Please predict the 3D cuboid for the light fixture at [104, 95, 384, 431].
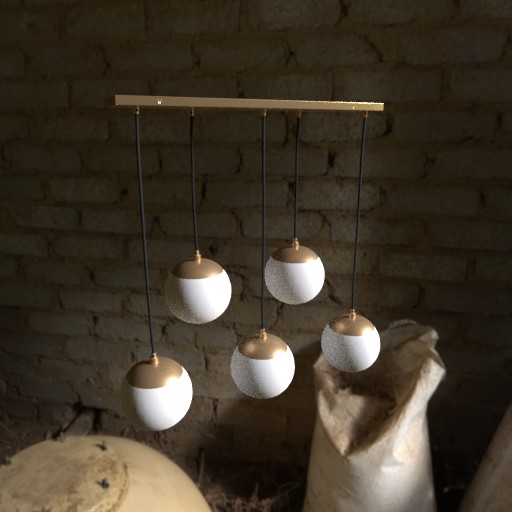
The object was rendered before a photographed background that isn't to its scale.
[{"bbox_3d":[0.000,0.000,1.318,0.863,0.869,0.299,-8,18,-26],"label":"light fixture"}]
